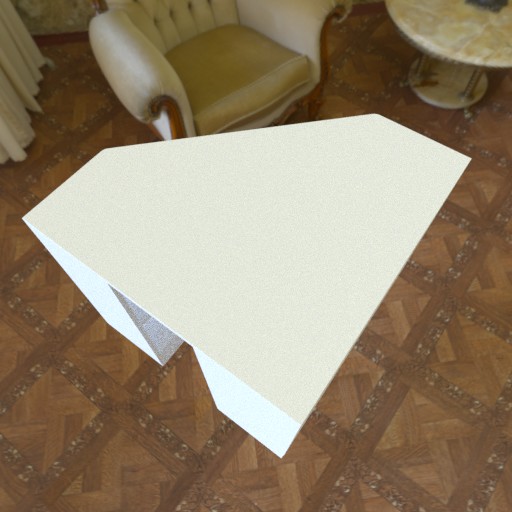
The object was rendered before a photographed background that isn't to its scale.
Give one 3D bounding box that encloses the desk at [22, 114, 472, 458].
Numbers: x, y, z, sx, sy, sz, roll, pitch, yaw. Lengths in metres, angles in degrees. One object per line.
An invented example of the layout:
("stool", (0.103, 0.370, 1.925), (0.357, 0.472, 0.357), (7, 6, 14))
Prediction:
("desk", (0.000, 0.000, 1.641), (0.926, 0.818, 0.940), (32, 66, 17))
